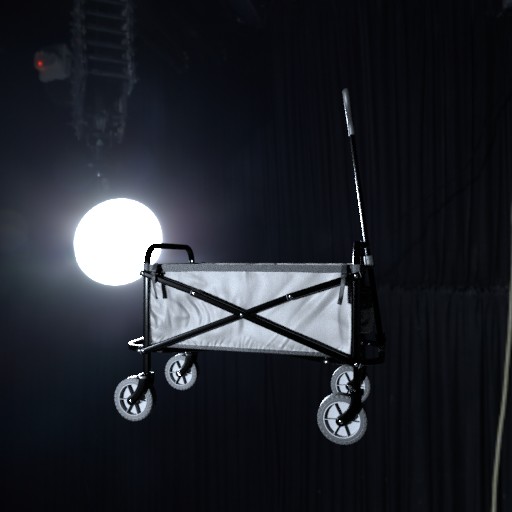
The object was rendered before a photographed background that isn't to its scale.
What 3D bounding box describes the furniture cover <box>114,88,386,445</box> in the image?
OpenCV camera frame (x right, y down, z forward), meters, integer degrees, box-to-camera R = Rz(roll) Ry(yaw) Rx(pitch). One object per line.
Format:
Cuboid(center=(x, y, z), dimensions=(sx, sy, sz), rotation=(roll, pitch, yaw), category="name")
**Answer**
Cuboid(center=(0.000, 0.000, 1.844), dimensions=(1.038, 1.295, 0.532), rotation=(0, 0, 16), category="furniture cover")
